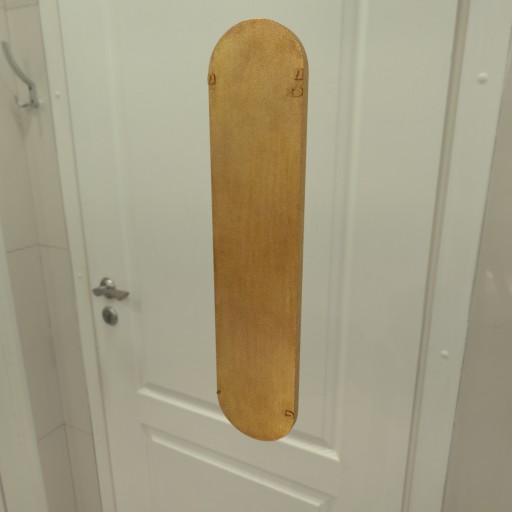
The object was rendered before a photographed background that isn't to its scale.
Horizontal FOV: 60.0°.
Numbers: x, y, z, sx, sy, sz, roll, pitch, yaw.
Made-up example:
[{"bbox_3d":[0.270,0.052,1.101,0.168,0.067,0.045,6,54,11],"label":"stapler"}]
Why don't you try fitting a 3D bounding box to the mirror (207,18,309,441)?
[{"bbox_3d":[0.000,0.000,1.031,0.222,0.991,0.032,8,18,27],"label":"mirror"}]
